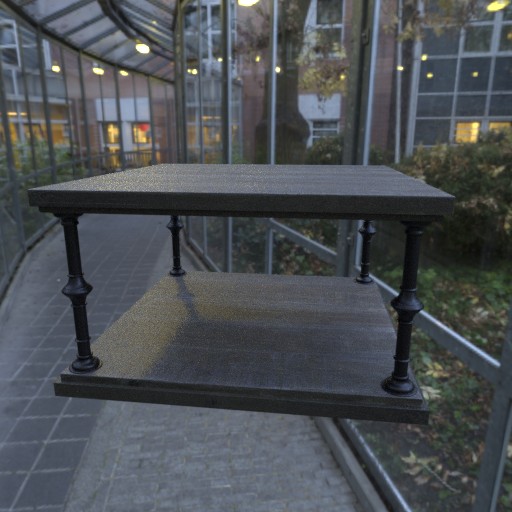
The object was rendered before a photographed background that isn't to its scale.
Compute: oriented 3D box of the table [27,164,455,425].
[{"bbox_3d":[0.000,0.000,1.098,0.696,0.400,0.696,2,15,7],"label":"table"}]
